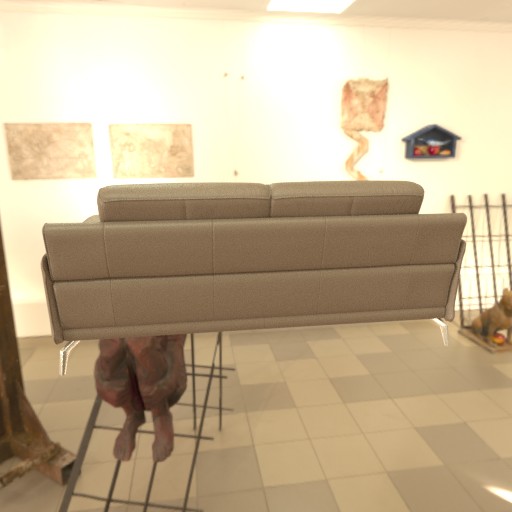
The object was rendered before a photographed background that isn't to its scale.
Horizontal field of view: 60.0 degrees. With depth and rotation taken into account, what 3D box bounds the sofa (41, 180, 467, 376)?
[{"bbox_3d":[0.000,0.000,2.557,2.101,0.930,1.049,-2,14,-9],"label":"sofa"}]
